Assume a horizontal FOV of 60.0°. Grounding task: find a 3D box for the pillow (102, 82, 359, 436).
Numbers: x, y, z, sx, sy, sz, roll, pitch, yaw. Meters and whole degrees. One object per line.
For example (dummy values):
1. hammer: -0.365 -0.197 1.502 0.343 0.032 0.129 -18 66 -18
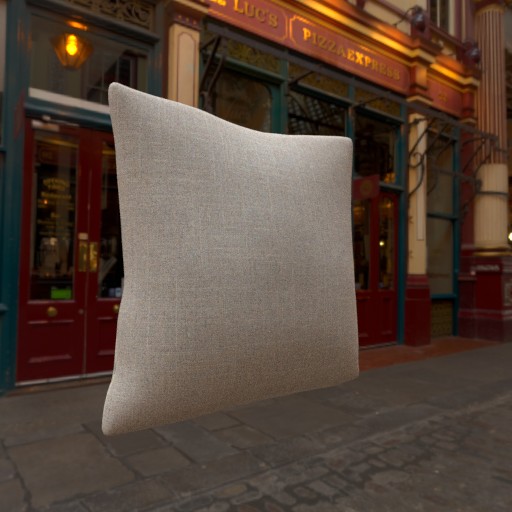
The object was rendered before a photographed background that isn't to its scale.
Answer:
1. pillow: 0.000 0.000 0.849 0.578 0.558 0.192 2 -3 -37
